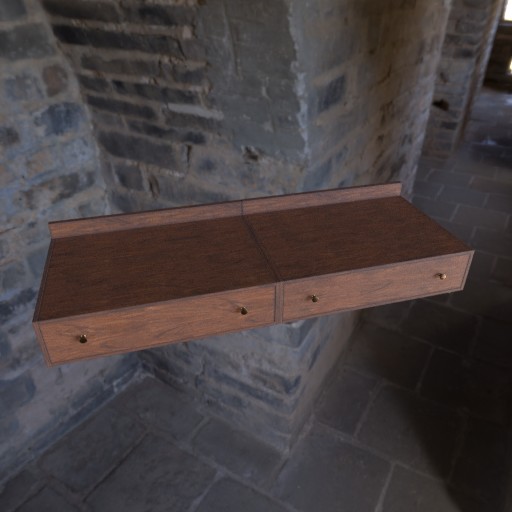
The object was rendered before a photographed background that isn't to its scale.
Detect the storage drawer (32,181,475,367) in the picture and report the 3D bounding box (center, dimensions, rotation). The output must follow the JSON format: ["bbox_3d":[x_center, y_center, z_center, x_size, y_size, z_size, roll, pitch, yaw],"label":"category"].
[{"bbox_3d":[0.000,0.000,2.193,1.914,0.339,0.774,-8,33,-13],"label":"storage drawer"}]
